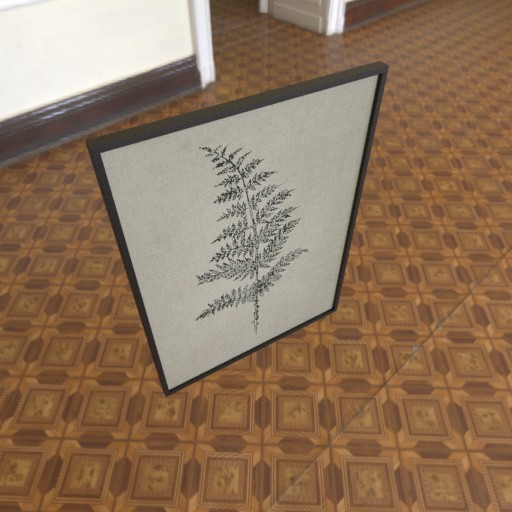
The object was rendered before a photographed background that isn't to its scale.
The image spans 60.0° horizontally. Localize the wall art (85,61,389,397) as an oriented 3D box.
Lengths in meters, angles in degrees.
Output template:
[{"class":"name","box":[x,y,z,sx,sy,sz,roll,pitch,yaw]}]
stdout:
[{"class":"wall art","box":[0.000,0.000,1.432,0.802,1.070,0.036,-23,50,-21]}]
